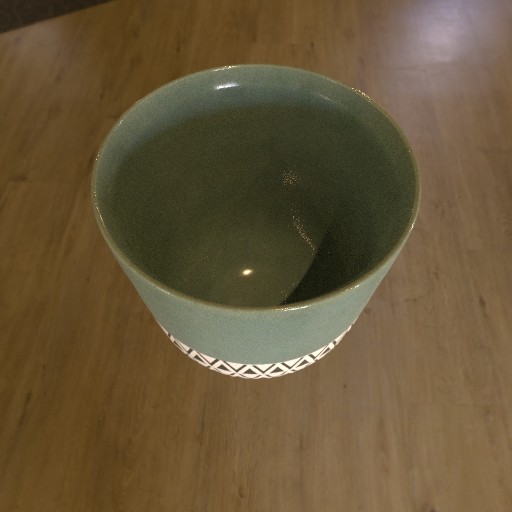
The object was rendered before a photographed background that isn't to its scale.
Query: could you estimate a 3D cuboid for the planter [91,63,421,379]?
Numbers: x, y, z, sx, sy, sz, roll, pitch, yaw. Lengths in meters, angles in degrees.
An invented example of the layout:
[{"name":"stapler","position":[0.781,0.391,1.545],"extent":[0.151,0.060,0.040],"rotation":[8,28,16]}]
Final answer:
[{"name":"planter","position":[0.000,0.000,0.361],"extent":[0.198,0.214,0.198],"rotation":[0,58,0]}]
